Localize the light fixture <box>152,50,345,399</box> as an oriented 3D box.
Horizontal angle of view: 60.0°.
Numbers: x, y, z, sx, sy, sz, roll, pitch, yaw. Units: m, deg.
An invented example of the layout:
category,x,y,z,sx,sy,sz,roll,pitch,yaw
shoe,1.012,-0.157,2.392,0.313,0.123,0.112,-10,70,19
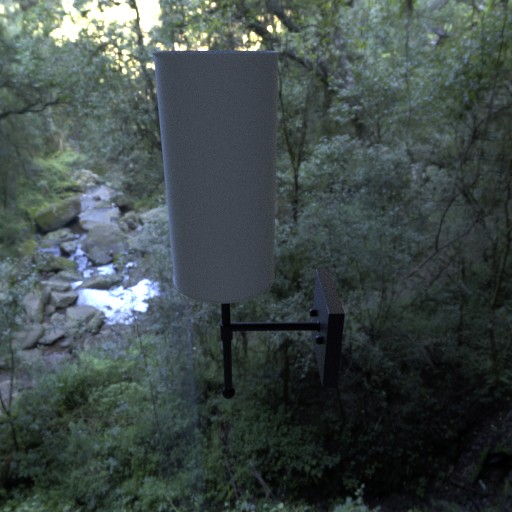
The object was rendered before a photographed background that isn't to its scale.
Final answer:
category,x,y,z,sx,sy,sz,roll,pitch,yaw
light fixture,0.000,0.000,0.551,0.208,0.462,0.128,0,26,-1
